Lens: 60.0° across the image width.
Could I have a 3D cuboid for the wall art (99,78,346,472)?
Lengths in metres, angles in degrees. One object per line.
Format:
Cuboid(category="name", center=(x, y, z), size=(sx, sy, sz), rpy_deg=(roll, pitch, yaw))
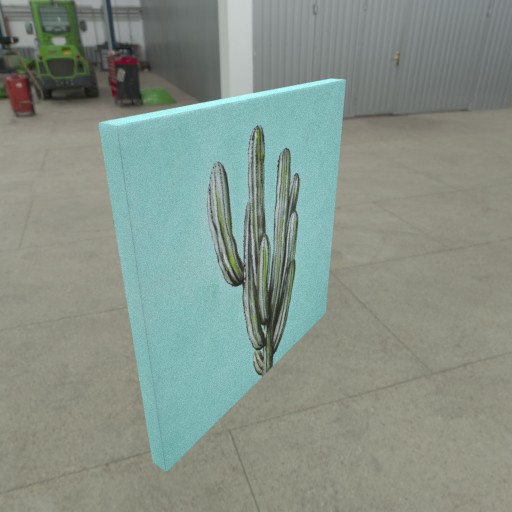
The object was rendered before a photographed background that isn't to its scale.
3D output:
Cuboid(category="wall art", center=(0.000, 0.000, 1.110), size=(0.054, 0.766, 0.765), rpy_deg=(18, 33, 31))
